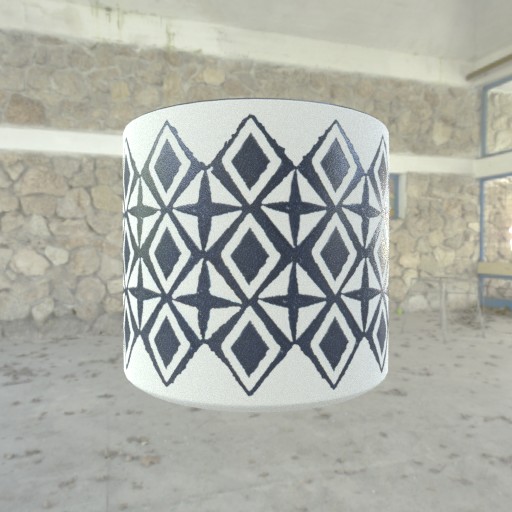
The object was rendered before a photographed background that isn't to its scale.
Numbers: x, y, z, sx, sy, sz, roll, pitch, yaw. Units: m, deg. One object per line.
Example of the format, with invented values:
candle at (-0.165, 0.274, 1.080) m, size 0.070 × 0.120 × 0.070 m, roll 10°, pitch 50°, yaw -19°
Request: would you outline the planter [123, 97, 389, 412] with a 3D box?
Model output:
planter at (0.000, 0.000, 0.390) m, size 0.224 × 0.203 × 0.224 m, roll 0°, pitch 1°, yaw 0°
